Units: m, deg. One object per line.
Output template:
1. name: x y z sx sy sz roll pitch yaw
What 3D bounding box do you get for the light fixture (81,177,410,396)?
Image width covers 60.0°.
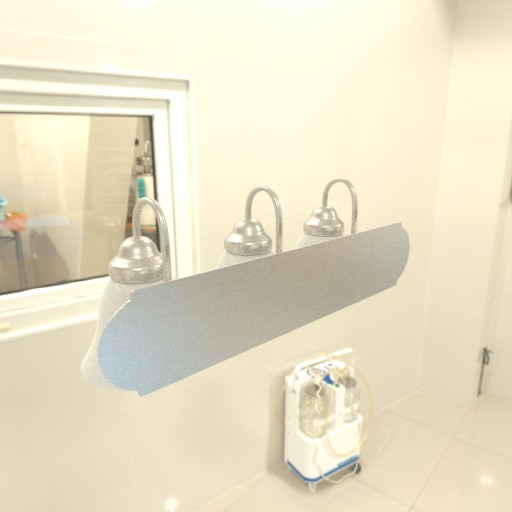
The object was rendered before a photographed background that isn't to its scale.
1. light fixture: 0.000 0.000 0.692 0.610 0.222 0.199 -14 20 -42
